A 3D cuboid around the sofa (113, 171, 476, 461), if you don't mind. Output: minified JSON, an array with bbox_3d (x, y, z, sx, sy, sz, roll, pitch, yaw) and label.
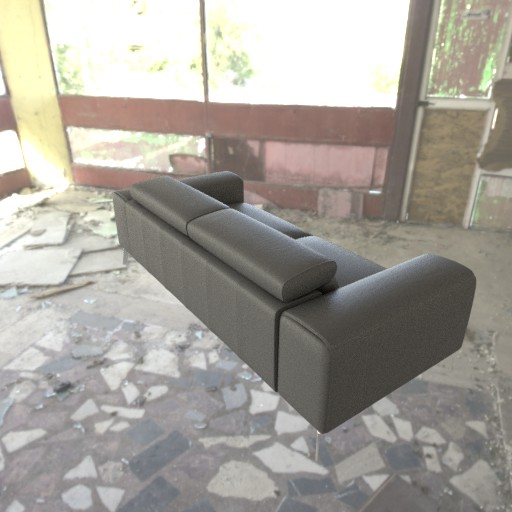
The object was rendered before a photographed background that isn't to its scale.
[{"bbox_3d":[0.000,0.000,2.798,1.023,0.759,2.321,-17,31,-32],"label":"sofa"}]
